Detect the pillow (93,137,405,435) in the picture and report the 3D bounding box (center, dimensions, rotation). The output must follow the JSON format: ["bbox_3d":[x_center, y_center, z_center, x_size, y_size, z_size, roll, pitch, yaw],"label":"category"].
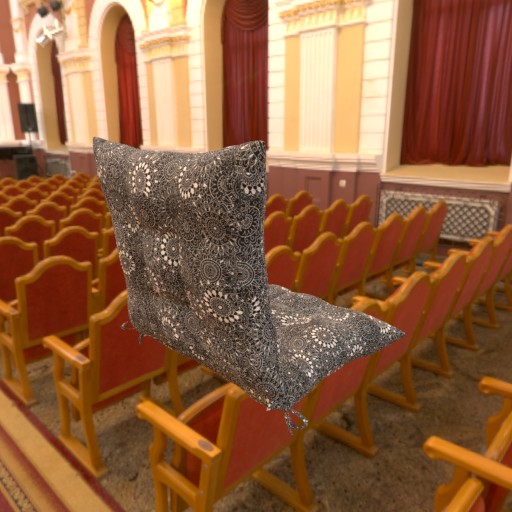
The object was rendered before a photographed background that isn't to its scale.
[{"bbox_3d":[0.000,0.000,1.032,0.541,0.536,0.585,14,21,42],"label":"pillow"}]
